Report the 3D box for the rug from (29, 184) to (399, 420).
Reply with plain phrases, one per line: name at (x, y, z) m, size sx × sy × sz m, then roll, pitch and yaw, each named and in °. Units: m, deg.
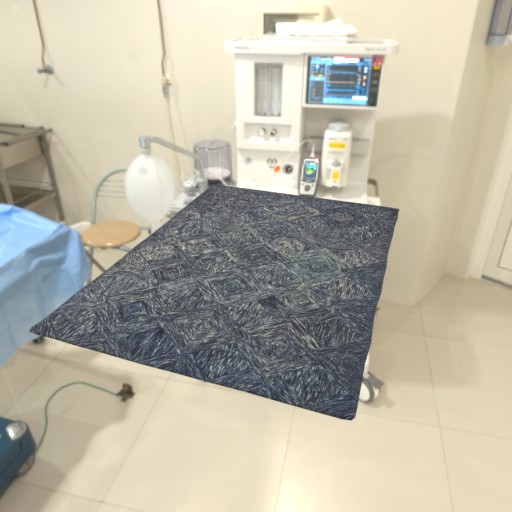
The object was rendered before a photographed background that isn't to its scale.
rug at (0.000, 0.000, 4.190) m, size 2.385 × 0.024 × 3.245 m, roll 10°, pitch 31°, yaw 17°
